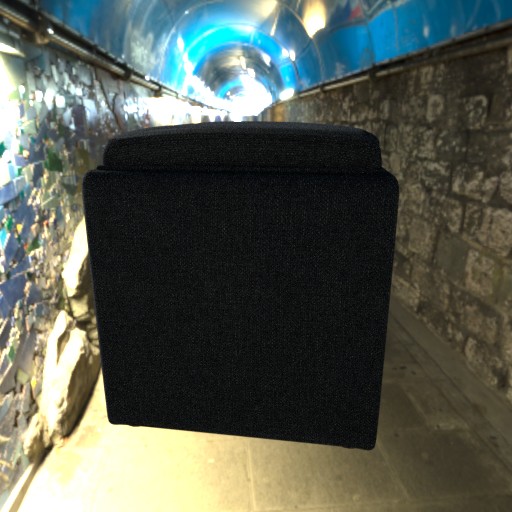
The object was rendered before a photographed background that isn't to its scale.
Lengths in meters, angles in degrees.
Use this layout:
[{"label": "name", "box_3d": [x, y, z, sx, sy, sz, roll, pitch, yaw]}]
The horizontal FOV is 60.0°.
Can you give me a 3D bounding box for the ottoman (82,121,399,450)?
[{"label": "ottoman", "box_3d": [0.000, 0.000, 0.846, 0.436, 0.493, 0.454, 2, 17, 8]}]
